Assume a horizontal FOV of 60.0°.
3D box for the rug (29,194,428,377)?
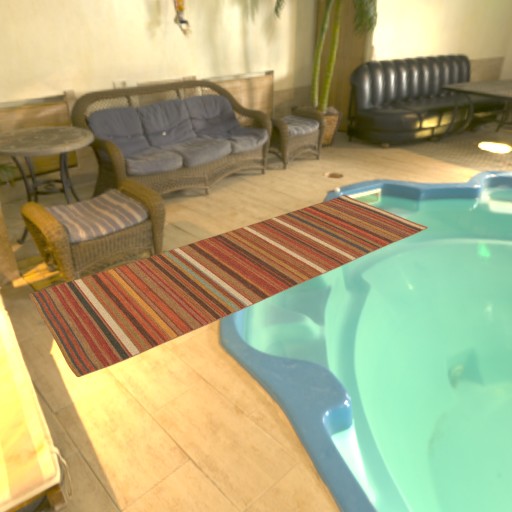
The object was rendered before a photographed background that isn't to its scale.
[{"bbox_3d":[0.000,0.000,2.730,2.444,0.030,0.799,-20,34,-32],"label":"rug"}]
